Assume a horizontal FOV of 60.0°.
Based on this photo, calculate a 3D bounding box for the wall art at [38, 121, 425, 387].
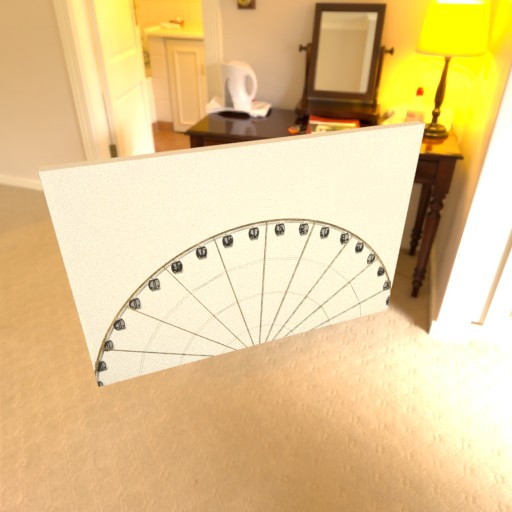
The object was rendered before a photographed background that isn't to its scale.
[{"bbox_3d":[0.000,0.000,1.466,1.144,0.767,0.038,-11,34,-17],"label":"wall art"}]
